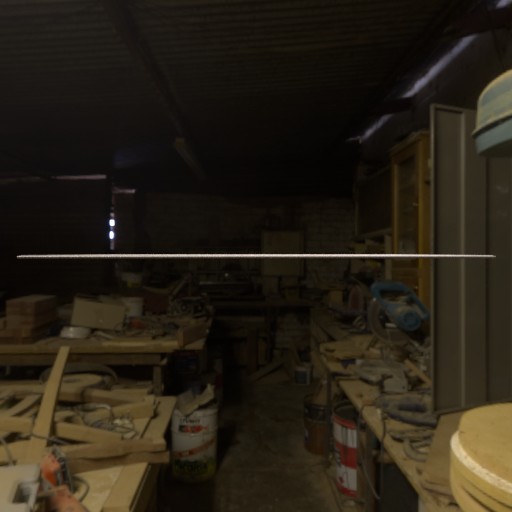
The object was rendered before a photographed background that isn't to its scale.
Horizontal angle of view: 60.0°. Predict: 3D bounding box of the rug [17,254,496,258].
[{"bbox_3d":[0.000,0.000,2.316,1.847,0.012,1.224,0,0,-1],"label":"rug"}]
